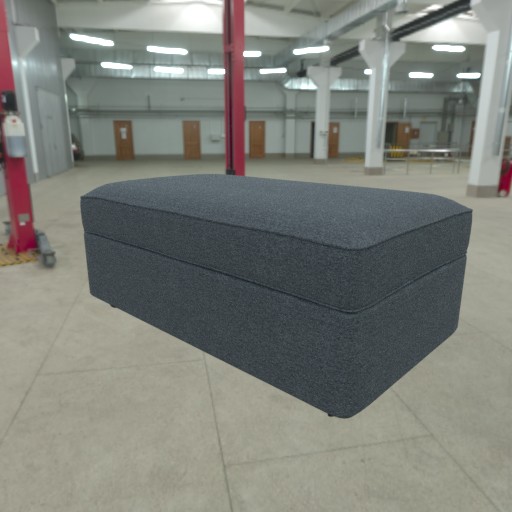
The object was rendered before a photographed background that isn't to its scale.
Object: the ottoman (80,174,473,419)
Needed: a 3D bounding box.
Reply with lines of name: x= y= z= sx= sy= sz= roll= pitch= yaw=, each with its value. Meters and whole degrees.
ottoman: x=0.000 y=0.000 z=1.513 sx=1.173 sy=0.494 sz=0.681 roll=14 pitch=21 yaw=41
